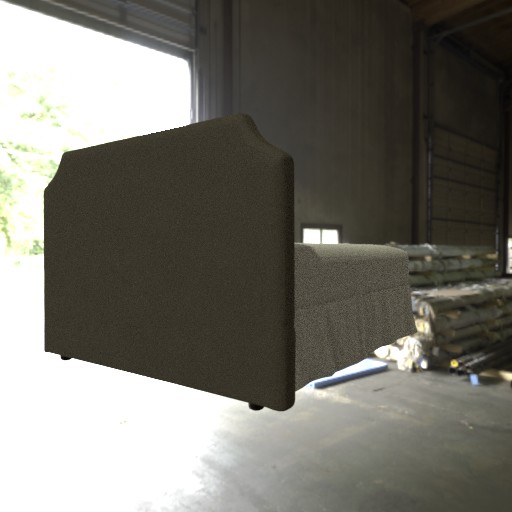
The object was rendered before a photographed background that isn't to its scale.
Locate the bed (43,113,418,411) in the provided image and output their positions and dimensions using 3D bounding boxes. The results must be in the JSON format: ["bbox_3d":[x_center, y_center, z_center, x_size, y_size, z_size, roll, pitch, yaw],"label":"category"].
[{"bbox_3d":[0.000,0.000,3.189,1.831,1.297,2.181,1,1,35],"label":"bed"}]
